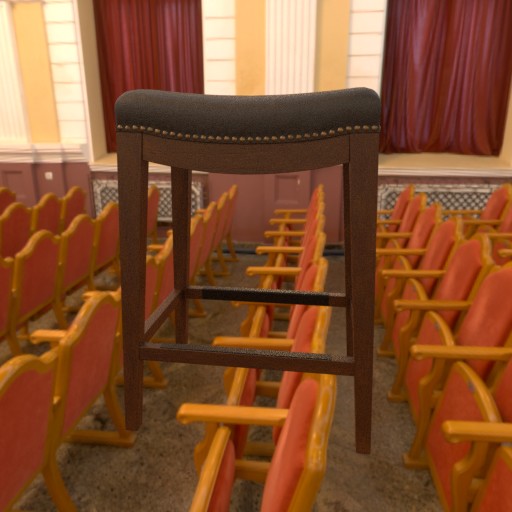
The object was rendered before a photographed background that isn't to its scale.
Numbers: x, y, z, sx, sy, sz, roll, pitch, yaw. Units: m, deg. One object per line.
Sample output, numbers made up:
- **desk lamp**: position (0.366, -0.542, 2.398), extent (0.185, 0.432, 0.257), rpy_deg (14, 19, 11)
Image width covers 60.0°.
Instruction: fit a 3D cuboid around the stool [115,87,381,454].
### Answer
- **stool**: position (0.000, 0.000, 0.945), extent (0.490, 0.664, 0.353), rpy_deg (2, 17, 8)
